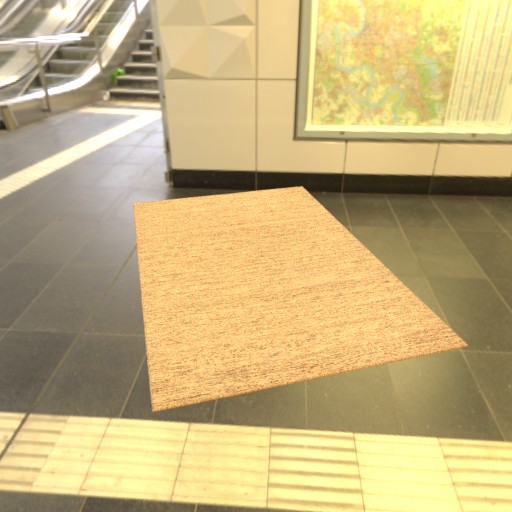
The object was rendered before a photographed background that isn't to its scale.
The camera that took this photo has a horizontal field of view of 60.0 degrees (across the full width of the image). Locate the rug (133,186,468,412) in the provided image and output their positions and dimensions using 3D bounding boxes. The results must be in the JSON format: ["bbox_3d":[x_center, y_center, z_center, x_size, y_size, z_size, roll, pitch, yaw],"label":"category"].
[{"bbox_3d":[0.000,0.000,2.376,1.225,0.013,1.840,-8,30,-14],"label":"rug"}]
